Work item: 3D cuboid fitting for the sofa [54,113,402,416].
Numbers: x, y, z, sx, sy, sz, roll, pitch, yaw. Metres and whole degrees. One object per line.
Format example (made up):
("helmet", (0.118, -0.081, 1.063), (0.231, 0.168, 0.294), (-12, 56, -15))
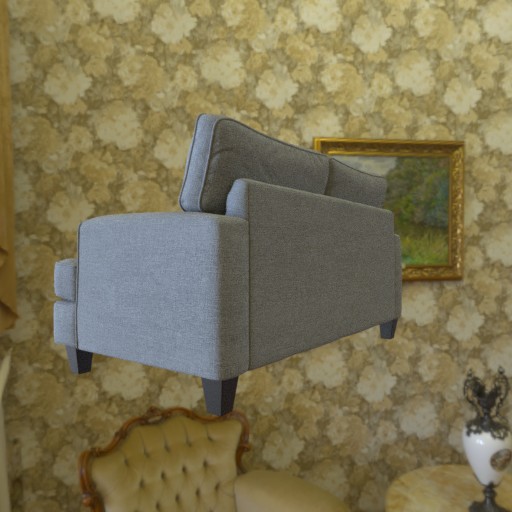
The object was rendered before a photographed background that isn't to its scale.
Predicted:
("sofa", (0.000, 0.000, 2.222), (0.965, 0.965, 1.651), (0, 1, 36))
